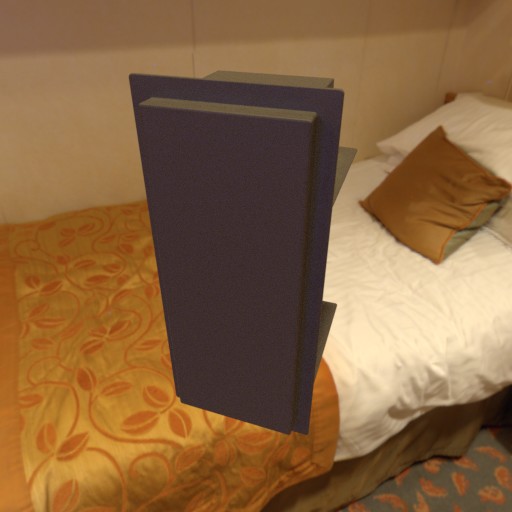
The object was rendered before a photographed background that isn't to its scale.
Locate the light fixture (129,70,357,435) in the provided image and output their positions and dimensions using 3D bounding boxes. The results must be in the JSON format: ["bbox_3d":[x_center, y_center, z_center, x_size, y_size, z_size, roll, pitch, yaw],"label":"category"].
[{"bbox_3d":[0.000,0.000,0.433,0.153,0.347,0.146,11,35,16],"label":"light fixture"}]
